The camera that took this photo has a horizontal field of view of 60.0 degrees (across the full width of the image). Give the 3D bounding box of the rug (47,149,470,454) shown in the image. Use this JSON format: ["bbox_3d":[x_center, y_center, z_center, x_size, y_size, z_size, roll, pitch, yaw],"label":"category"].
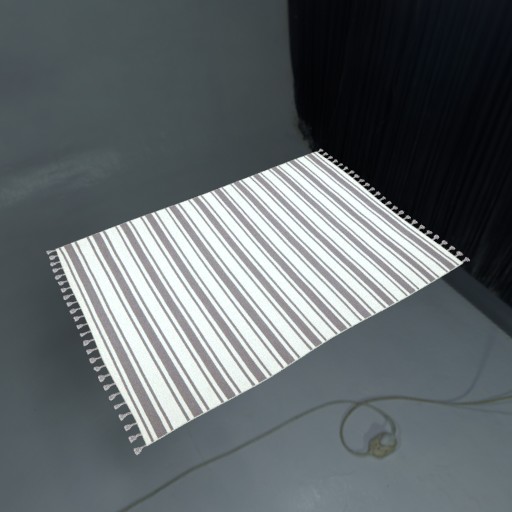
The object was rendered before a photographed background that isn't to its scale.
[{"bbox_3d":[0.000,0.000,3.790,3.040,0.017,2.030,-24,51,-22],"label":"rug"}]
